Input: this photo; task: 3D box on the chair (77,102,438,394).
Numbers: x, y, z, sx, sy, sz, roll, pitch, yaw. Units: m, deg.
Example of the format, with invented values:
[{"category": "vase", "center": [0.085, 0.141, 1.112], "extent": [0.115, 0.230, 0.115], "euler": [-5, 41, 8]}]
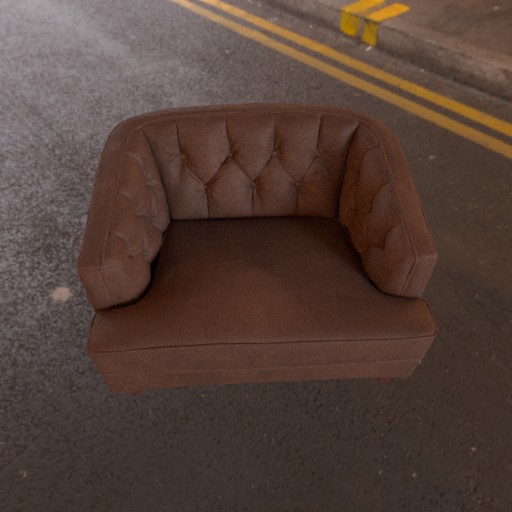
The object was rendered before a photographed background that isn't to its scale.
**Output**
[{"category": "chair", "center": [0.000, 0.000, 1.680], "extent": [1.118, 0.787, 0.914], "euler": [-2, 47, -2]}]
